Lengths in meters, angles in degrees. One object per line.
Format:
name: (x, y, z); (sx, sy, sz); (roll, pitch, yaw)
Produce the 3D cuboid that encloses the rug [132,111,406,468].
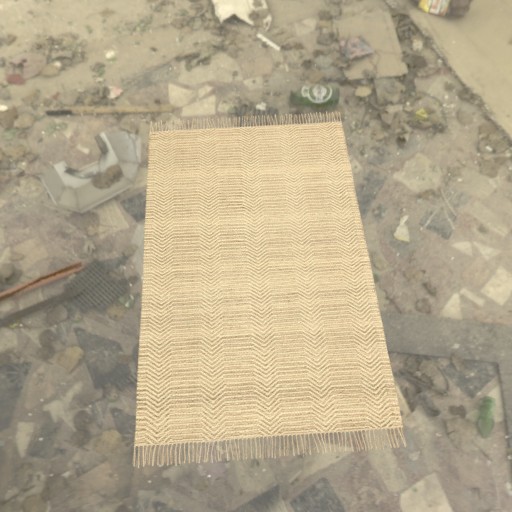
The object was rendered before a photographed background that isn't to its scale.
rug: (0.000, 0.000, 2.410); (1.224, 0.027, 2.021); (-3, 64, -2)
